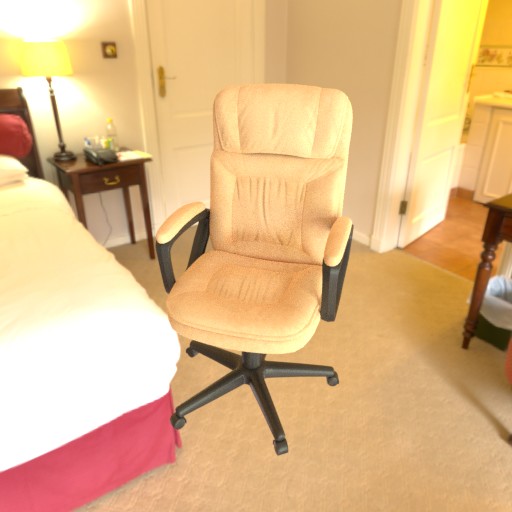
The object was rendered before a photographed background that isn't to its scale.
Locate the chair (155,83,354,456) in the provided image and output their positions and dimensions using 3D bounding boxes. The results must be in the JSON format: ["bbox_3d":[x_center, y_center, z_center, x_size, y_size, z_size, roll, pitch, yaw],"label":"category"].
[{"bbox_3d":[0.000,0.000,1.585,0.667,1.105,0.724,8,27,15],"label":"chair"}]
